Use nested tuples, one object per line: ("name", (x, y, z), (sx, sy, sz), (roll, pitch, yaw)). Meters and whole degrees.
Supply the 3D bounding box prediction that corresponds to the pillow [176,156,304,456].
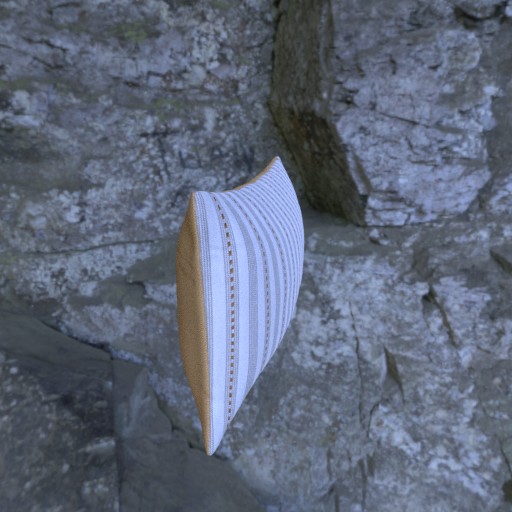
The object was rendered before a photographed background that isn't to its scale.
("pillow", (0.000, 0.000, 0.735), (0.151, 0.291, 0.608), (3, 16, 10))
